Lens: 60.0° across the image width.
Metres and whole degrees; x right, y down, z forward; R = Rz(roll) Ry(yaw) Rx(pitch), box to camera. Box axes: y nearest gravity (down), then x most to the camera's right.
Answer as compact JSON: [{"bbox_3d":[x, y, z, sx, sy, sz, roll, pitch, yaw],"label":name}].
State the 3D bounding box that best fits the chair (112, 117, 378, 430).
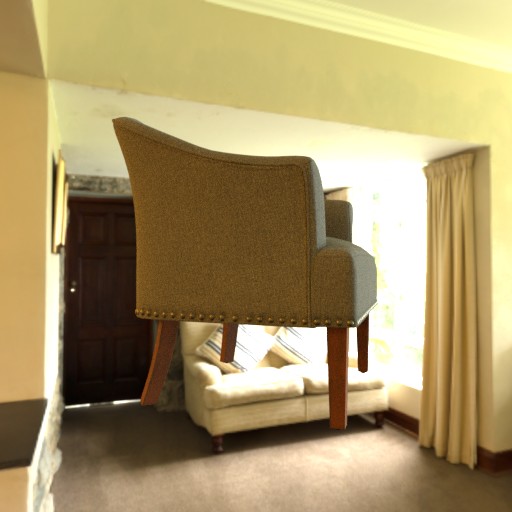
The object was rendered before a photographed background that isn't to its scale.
[{"bbox_3d":[0.000,0.000,1.404,0.704,0.815,0.798,-1,-2,19],"label":"chair"}]
